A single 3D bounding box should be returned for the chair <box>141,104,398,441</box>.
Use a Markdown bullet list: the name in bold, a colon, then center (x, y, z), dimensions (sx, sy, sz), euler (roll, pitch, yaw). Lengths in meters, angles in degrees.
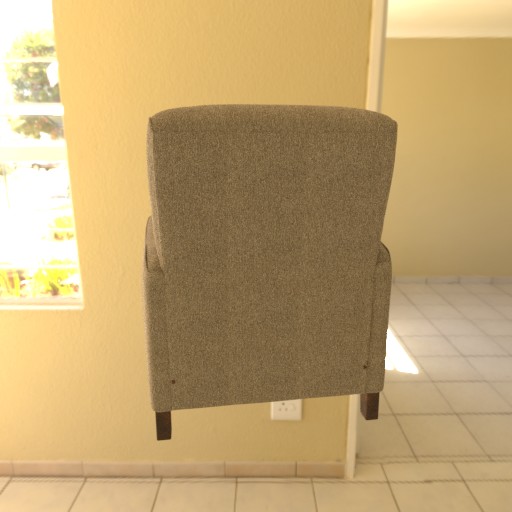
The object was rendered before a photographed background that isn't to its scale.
- **chair**: center (0.000, 0.000, 1.678), dimensions (0.841, 1.028, 0.858), euler (-2, 14, -9)
